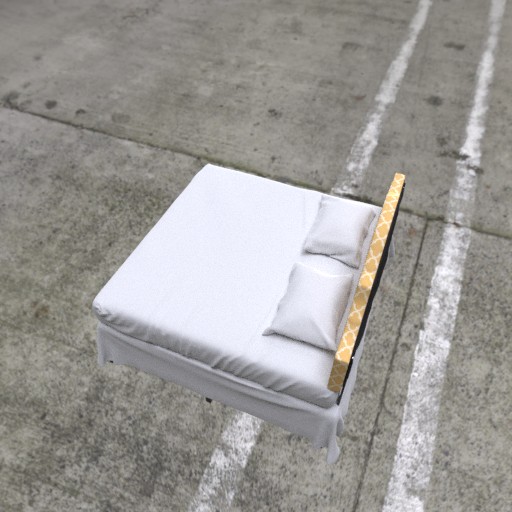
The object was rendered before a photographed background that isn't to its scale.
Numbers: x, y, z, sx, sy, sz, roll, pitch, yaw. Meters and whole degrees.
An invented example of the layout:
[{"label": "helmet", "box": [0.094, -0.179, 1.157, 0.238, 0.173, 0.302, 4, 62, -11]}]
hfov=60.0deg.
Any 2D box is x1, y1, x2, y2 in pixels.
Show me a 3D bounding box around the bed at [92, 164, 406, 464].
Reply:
[{"label": "bed", "box": [0.000, 0.000, 3.755, 2.222, 1.601, 2.314, 17, 49, 15]}]
